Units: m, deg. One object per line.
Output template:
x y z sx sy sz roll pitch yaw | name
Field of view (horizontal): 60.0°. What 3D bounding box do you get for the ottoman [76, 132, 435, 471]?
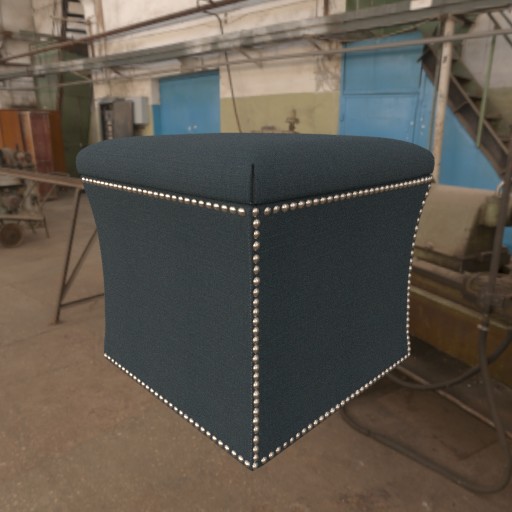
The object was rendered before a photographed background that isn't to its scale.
0.000 0.000 0.888 0.507 0.475 0.497 -16 23 -42 | ottoman
